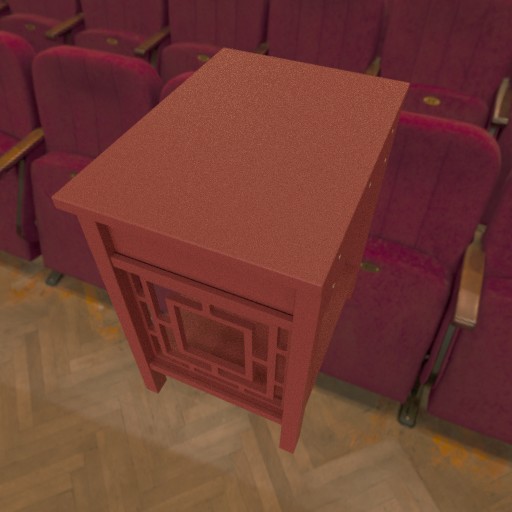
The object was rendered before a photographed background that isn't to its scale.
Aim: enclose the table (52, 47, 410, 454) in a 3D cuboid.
[{"bbox_3d":[0.000,0.000,1.068,0.451,0.686,0.599,18,50,16],"label":"table"}]
